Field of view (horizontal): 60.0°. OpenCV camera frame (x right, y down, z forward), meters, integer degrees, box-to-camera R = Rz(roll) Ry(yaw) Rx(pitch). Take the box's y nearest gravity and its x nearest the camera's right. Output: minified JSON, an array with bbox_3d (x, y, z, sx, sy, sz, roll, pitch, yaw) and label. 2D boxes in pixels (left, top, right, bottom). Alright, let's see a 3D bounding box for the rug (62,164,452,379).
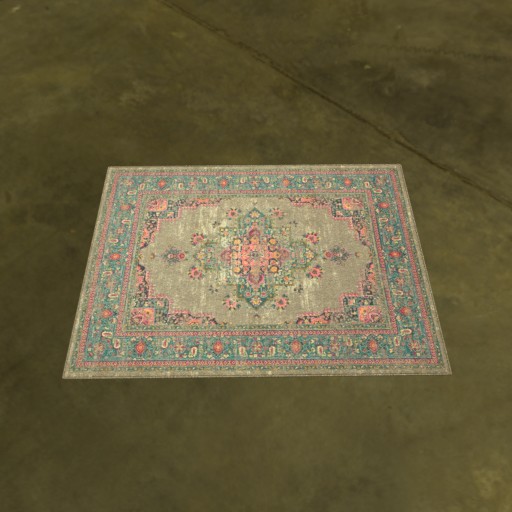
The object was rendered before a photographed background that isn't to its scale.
[{"bbox_3d":[0.000,0.000,2.929,2.214,0.013,1.609,-1,58,0],"label":"rug"}]
